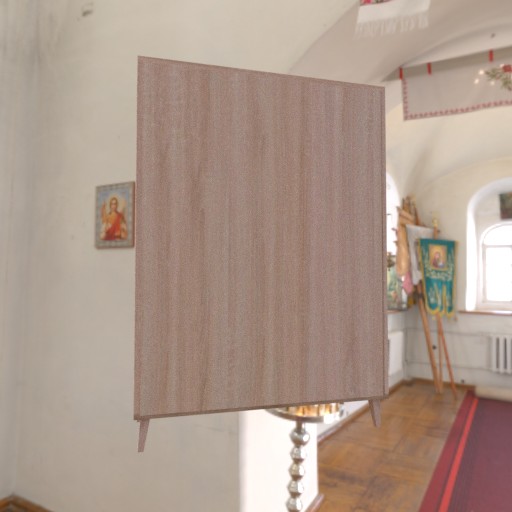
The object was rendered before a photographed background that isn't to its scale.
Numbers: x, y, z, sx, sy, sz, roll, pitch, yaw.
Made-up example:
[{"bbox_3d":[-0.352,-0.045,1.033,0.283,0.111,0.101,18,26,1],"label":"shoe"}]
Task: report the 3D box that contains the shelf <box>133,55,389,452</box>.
[{"bbox_3d":[0.000,0.000,1.891,0.995,1.405,0.434,1,-2,-16],"label":"shelf"}]
